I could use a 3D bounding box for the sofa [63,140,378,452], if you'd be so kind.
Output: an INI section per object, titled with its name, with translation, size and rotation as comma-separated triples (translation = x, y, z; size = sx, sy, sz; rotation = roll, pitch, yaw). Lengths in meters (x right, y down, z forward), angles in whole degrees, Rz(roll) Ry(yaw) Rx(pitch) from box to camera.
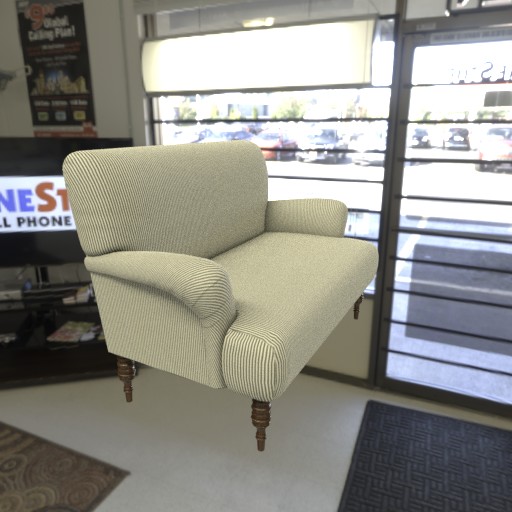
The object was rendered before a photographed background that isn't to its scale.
[sofa]
translation = 0.000, 0.000, 1.840
size = 0.779, 0.889, 1.297
rotation = 9, 19, 26
